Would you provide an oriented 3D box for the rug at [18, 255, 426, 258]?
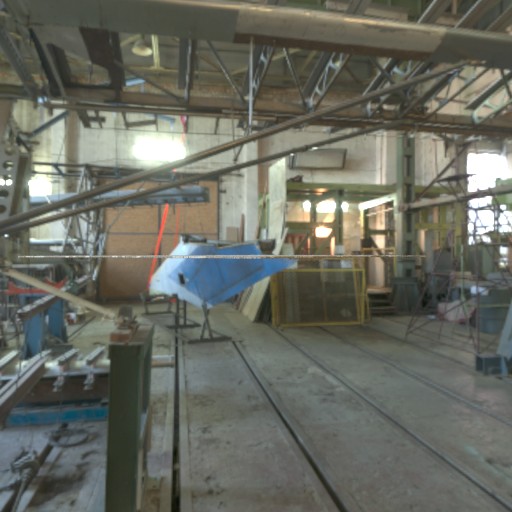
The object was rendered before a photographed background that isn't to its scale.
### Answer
[{"bbox_3d":[0.000,0.000,2.720,1.524,0.013,2.135,0,0,34],"label":"rug"}]
